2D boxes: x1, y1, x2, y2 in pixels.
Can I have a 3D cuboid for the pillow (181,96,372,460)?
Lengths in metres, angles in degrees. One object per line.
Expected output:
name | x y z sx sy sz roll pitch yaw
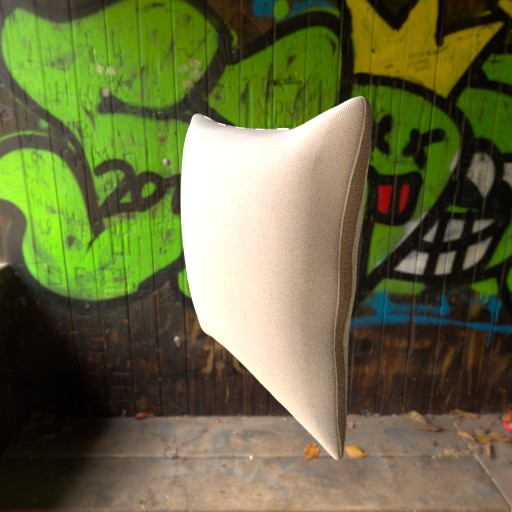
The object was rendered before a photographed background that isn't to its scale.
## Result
pillow | 0.000 0.000 0.629 0.173 0.401 0.416 -8 18 -28
